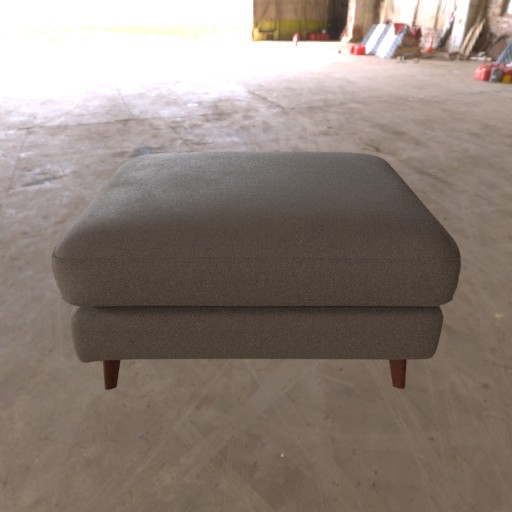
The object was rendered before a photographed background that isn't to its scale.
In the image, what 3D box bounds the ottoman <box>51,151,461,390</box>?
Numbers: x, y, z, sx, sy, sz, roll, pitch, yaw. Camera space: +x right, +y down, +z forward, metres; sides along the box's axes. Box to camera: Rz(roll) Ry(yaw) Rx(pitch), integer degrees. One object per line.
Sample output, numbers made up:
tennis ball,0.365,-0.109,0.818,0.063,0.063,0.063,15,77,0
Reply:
ottoman,0.000,0.000,1.154,0.811,0.449,0.608,0,30,0
